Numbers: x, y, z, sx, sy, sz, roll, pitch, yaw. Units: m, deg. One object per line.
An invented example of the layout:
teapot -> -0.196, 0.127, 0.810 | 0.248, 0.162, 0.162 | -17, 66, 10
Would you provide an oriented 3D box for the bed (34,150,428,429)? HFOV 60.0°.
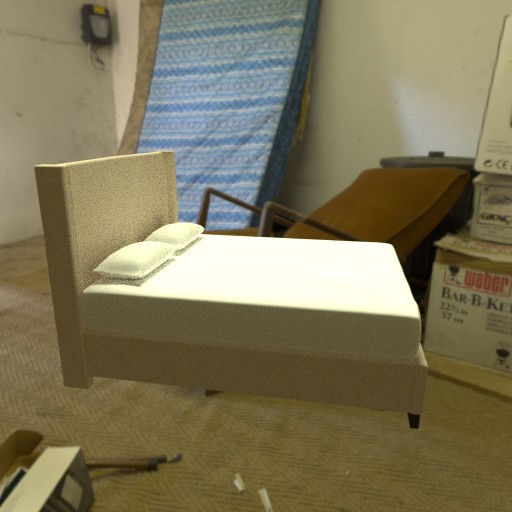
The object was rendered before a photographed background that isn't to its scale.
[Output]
bed -> 0.000, 0.000, 3.401 | 2.293, 1.471, 1.778 | 3, 16, 11
